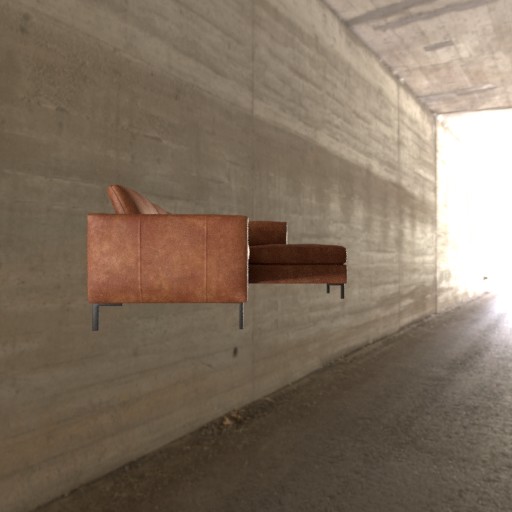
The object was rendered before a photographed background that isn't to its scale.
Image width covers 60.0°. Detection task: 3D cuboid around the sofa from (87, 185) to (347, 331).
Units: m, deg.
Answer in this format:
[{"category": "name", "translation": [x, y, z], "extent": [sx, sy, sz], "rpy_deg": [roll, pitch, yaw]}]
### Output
[{"category": "sofa", "translation": [0.000, 0.000, 3.947], "extent": [1.938, 0.877, 2.984], "rpy_deg": [0, -1, -1]}]
